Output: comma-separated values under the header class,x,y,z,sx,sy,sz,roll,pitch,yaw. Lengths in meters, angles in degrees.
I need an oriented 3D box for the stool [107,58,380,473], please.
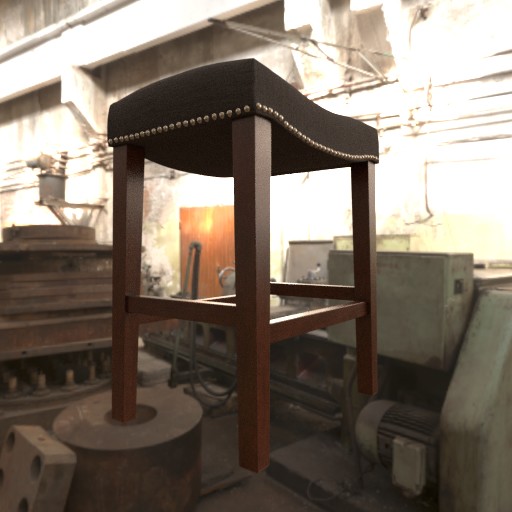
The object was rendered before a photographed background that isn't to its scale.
class,x,y,z,sx,sy,sz,roll,pitch,yaw
stool,0.000,0.000,0.965,0.372,0.654,0.504,1,1,37
